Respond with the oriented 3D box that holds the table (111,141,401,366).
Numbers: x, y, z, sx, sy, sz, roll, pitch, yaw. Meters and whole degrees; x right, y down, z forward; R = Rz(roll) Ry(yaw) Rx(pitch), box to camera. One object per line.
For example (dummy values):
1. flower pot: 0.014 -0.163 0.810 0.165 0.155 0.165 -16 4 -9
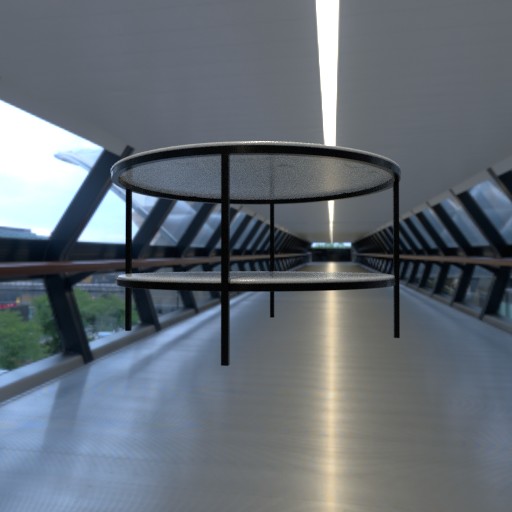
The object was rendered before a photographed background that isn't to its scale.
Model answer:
1. table: 0.000 0.000 1.281 0.800 0.450 0.800 0 -1 0
